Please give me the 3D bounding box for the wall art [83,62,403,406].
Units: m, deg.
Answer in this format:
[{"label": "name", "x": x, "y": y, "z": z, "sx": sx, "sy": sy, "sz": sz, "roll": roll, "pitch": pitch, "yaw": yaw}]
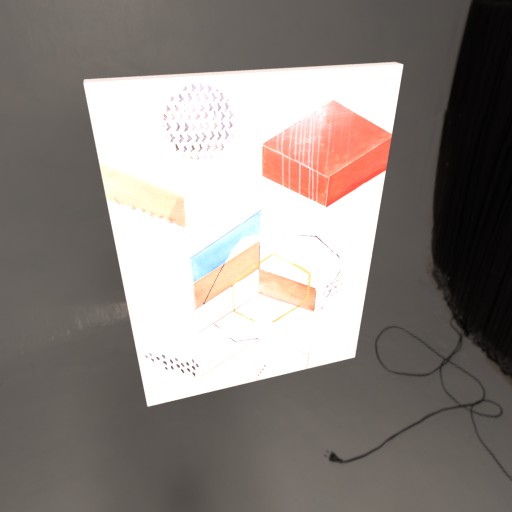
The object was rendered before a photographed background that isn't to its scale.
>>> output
[{"label": "wall art", "x": 0.000, "y": 0.000, "z": 1.563, "sx": 0.914, "sy": 1.221, "sz": 0.046, "roll": -9, "pitch": 34, "yaw": -14}]
